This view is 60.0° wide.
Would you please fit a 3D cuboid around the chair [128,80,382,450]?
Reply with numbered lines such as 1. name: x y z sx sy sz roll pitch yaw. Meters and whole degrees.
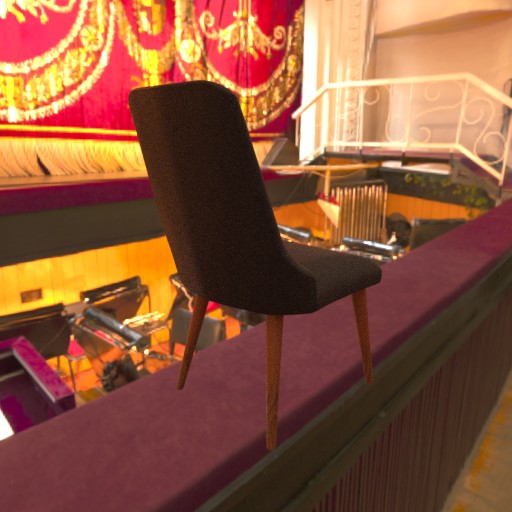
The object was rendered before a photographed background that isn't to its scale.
1. chair: 0.000 0.000 1.181 0.504 0.820 0.567 15 21 43
